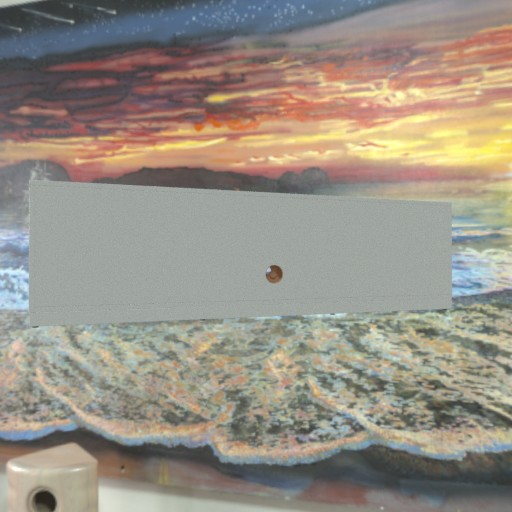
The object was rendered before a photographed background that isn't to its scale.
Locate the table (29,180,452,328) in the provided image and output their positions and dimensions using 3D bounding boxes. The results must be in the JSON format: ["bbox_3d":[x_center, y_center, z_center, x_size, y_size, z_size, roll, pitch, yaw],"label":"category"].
[{"bbox_3d":[0.000,0.000,1.746,1.550,0.440,0.400,0,-1,-19],"label":"table"}]
